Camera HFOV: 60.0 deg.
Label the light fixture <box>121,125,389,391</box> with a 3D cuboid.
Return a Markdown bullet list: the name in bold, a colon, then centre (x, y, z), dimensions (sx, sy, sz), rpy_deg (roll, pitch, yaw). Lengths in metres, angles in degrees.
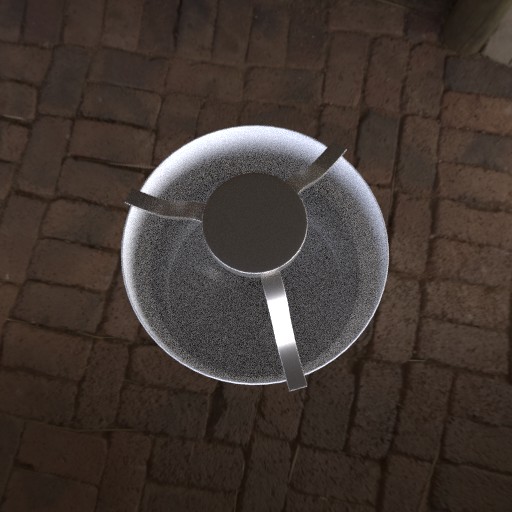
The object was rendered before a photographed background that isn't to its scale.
- **light fixture**: centre (0.000, 0.000, 0.669), dimensions (0.395, 0.304, 0.395), rpy_deg (0, 77, 0)
